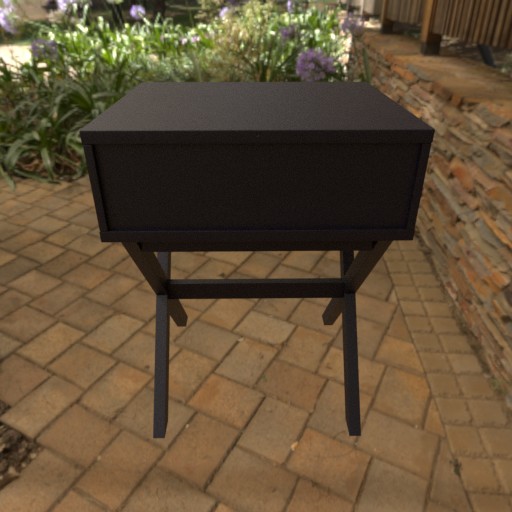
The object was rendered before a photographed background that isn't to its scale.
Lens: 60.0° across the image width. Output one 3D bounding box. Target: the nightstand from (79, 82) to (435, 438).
[{"bbox_3d":[0.000,0.000,0.924,0.479,0.623,0.402,0,30,-1],"label":"nightstand"}]
